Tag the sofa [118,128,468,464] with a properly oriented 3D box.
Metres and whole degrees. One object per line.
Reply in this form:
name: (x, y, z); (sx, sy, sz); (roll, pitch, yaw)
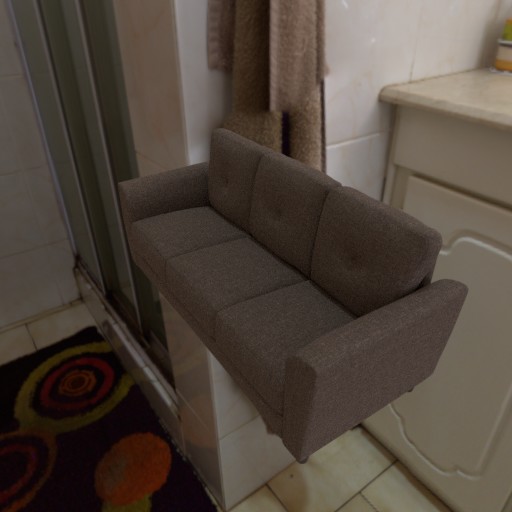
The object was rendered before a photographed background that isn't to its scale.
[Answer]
sofa: (0.000, 0.000, 2.324); (0.837, 0.891, 1.847); (-20, 37, -28)
